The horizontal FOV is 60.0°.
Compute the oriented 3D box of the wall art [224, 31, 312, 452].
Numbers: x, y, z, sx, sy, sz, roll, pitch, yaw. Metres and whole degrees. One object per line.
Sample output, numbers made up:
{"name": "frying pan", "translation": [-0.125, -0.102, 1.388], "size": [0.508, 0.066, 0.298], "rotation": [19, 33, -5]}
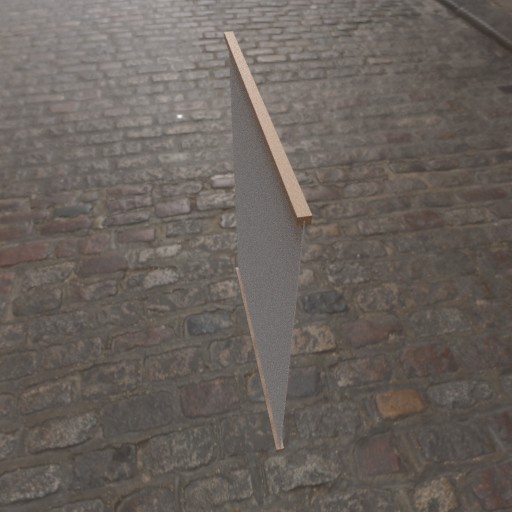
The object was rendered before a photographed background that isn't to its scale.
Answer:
{"name": "wall art", "translation": [0.000, 0.000, 0.677], "size": [0.012, 0.508, 0.405], "rotation": [-8, 47, -8]}
